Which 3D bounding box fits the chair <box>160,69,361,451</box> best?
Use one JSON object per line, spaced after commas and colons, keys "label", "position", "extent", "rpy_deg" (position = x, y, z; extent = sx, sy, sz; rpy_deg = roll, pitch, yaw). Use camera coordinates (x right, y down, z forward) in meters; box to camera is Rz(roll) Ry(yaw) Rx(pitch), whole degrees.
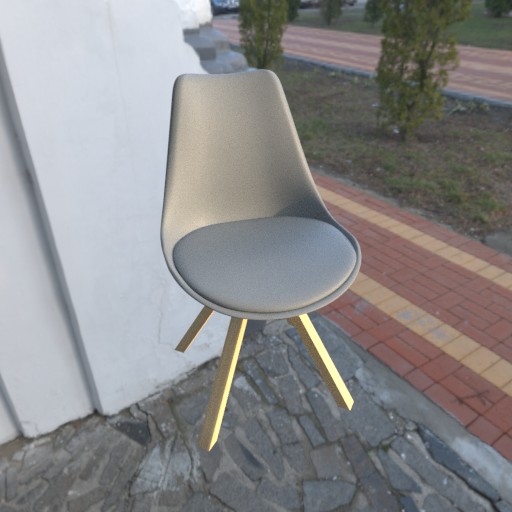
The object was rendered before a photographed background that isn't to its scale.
{"label": "chair", "position": [0.000, 0.000, 1.189], "extent": [0.485, 0.850, 0.549], "rpy_deg": [-10, 33, -15]}
